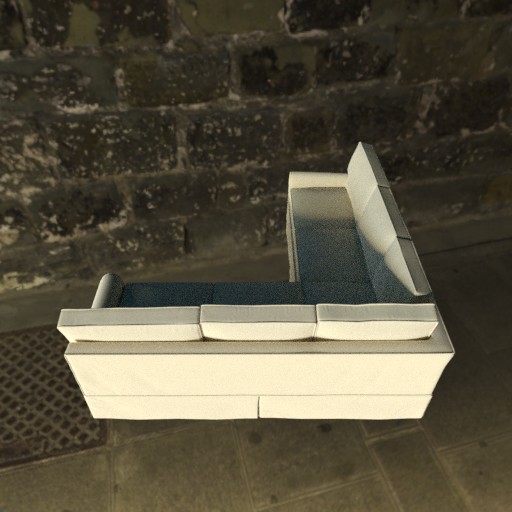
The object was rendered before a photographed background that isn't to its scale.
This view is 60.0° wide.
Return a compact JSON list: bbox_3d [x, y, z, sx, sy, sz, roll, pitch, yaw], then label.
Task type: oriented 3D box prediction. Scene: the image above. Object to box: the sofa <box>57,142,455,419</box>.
[{"bbox_3d":[0.000,0.000,4.020,2.597,1.070,2.591,0,42,0],"label":"sofa"}]
